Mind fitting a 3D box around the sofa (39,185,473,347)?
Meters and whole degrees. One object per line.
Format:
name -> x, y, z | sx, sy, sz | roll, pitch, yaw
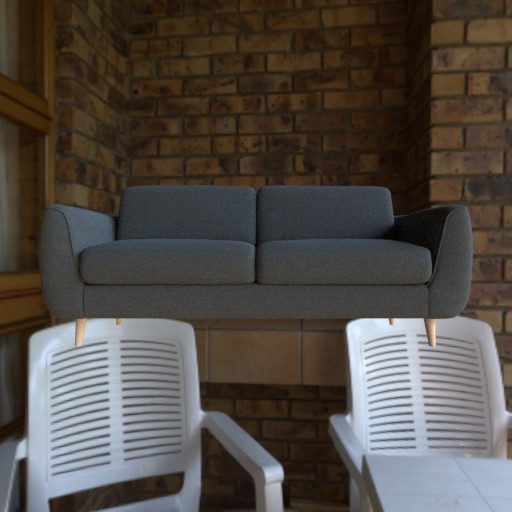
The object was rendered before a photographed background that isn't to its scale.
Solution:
sofa -> 0.000, 0.000, 2.414 | 2.000, 0.850, 0.920 | 0, 0, 0
